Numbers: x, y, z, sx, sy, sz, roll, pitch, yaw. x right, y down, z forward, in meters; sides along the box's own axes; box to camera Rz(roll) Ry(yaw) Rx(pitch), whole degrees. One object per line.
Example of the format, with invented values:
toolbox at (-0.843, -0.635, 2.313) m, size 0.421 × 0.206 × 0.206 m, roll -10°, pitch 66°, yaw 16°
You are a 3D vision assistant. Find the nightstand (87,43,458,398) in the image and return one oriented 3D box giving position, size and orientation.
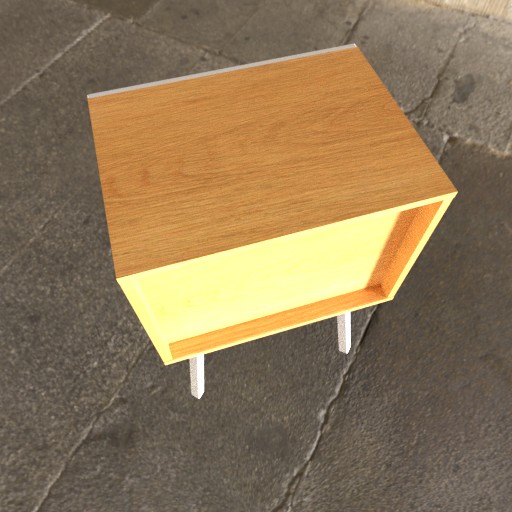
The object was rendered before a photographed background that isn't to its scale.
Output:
nightstand at (0.000, 0.000, 0.827) m, size 0.400 × 0.601 × 0.316 m, roll -15°, pitch 60°, yaw -9°
